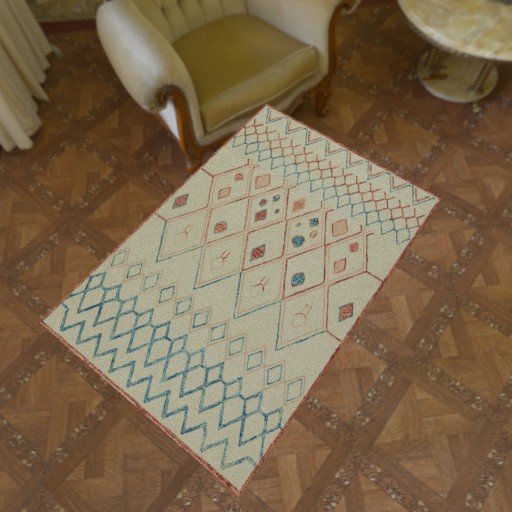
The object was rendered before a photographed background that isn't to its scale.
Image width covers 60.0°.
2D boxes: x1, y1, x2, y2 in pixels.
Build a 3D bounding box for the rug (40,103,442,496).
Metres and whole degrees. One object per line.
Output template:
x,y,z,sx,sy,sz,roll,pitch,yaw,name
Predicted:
0.000,0.000,2.296,1.219,0.016,1.829,34,67,17,rug
